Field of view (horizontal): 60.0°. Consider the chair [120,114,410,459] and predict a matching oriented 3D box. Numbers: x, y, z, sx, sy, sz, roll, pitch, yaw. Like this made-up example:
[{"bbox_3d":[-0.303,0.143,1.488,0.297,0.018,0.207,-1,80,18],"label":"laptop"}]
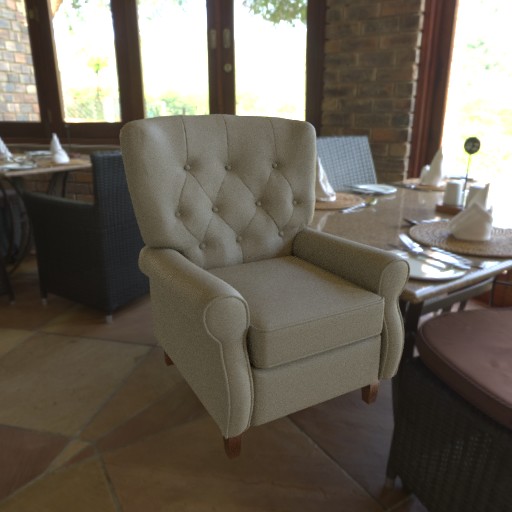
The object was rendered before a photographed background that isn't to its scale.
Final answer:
[{"bbox_3d":[0.000,0.000,1.901,0.943,1.158,1.059,-9,20,-27],"label":"chair"}]
